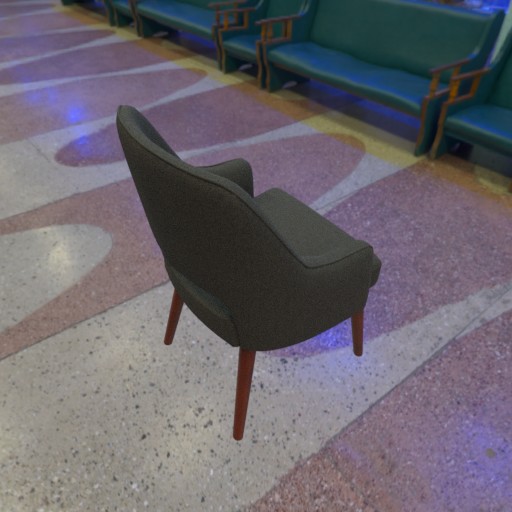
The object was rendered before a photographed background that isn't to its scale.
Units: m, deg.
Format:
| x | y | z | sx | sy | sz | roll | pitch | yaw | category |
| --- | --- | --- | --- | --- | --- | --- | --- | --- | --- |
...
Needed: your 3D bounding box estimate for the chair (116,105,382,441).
| x | y | z | sx | sy | sz | roll | pitch | yaw | category |
| --- | --- | --- | --- | --- | --- | --- | --- | --- | --- |
| 0.000 | 0.000 | 1.209 | 0.560 | 0.838 | 0.559 | -26 | 47 | -27 | chair |
